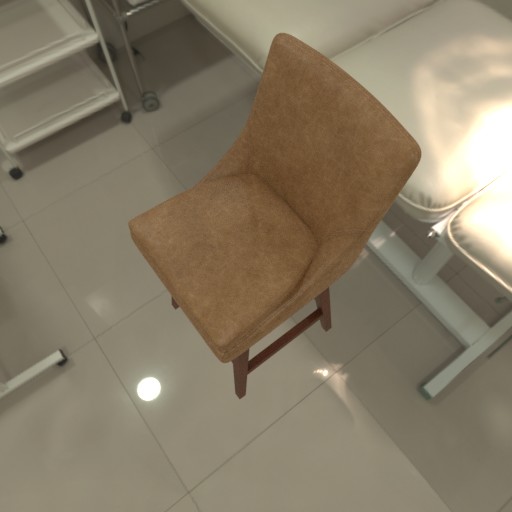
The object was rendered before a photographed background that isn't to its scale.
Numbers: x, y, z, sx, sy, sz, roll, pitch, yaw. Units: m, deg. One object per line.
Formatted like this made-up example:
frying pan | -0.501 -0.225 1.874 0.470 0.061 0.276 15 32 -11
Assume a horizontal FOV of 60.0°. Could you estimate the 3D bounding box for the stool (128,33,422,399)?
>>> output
stool | 0.000 0.000 1.378 0.572 1.079 0.487 -34 69 -15
